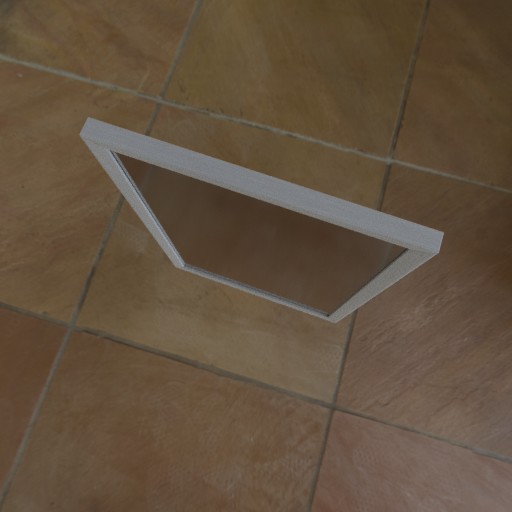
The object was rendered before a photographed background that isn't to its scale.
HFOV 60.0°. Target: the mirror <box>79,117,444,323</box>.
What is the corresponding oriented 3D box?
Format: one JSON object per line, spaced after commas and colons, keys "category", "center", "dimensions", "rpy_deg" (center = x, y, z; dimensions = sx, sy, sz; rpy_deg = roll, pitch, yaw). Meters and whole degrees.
{"category": "mirror", "center": [0.000, 0.000, 1.153], "dimensions": [0.609, 0.915, 0.040], "rpy_deg": [19, 76, 5]}
